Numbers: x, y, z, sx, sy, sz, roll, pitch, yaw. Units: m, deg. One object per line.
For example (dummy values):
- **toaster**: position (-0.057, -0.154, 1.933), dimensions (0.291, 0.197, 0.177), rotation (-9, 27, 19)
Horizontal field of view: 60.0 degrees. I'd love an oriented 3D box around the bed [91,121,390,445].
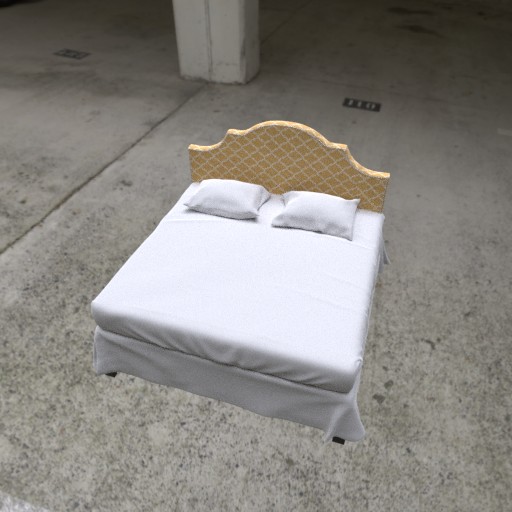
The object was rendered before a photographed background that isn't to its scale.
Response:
- **bed**: position (0.000, 0.000, 3.774), dimensions (2.314, 1.601, 2.222), rotation (11, 41, 14)
